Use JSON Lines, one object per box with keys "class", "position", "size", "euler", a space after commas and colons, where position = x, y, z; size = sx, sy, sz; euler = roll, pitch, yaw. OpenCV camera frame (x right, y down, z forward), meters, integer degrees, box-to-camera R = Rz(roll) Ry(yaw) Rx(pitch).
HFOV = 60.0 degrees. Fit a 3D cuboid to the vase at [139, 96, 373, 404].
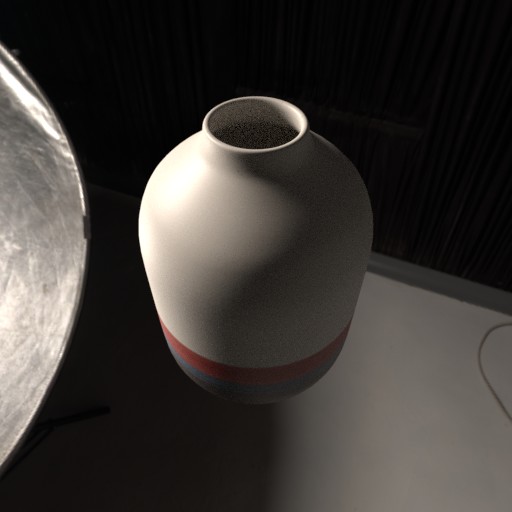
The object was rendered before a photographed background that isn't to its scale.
{"class": "vase", "position": [0.000, 0.000, 0.351], "size": [0.169, 0.237, 0.169], "euler": [0, 47, 0]}
